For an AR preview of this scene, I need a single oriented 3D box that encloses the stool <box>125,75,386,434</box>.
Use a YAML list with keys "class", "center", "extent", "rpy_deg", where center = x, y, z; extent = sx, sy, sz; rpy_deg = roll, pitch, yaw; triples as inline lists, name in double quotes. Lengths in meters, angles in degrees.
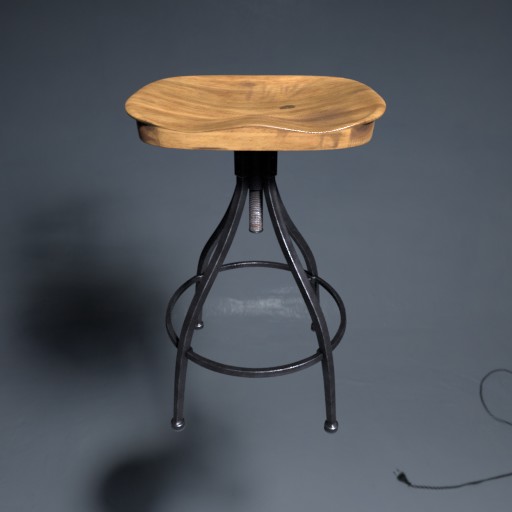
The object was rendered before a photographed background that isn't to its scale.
- class: "stool"
  center: [0.000, 0.000, 0.972]
  extent: [0.432, 0.694, 0.424]
  rpy_deg: [1, 31, 1]
